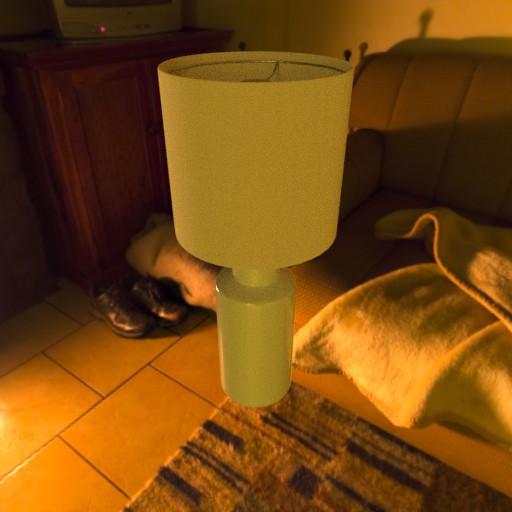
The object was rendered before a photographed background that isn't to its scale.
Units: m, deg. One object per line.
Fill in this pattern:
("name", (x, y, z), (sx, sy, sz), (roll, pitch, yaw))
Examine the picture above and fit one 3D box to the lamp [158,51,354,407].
("lamp", (0.000, 0.000, 0.614), (0.212, 0.493, 0.212), (9, 33, 14))
